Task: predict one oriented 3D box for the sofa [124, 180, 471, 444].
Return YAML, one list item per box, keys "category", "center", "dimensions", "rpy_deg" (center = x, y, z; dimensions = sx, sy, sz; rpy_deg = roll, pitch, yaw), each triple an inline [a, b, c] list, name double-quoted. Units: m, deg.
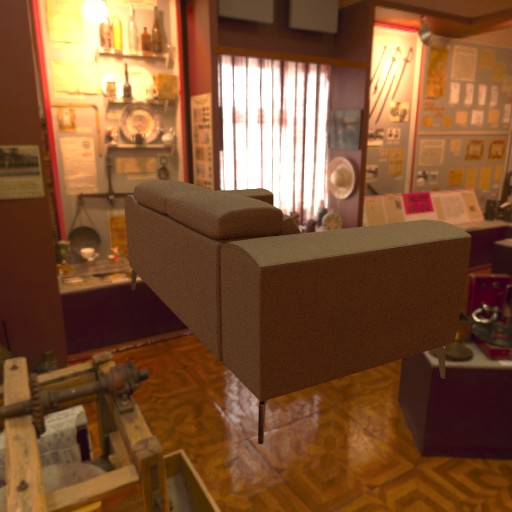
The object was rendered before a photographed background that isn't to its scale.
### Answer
- category: "sofa"
  center: [0.000, 0.000, 2.406]
  dimensions: [1.003, 0.779, 1.895]
  rpy_deg: [-8, 16, -27]
